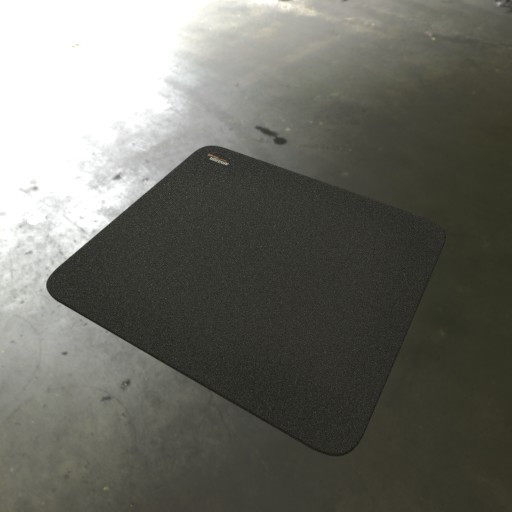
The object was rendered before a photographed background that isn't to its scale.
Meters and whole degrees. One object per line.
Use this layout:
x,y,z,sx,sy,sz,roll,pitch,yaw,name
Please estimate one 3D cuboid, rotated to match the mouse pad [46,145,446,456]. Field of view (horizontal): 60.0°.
0.000,0.000,0.321,0.229,0.003,0.203,24,52,20,mouse pad
